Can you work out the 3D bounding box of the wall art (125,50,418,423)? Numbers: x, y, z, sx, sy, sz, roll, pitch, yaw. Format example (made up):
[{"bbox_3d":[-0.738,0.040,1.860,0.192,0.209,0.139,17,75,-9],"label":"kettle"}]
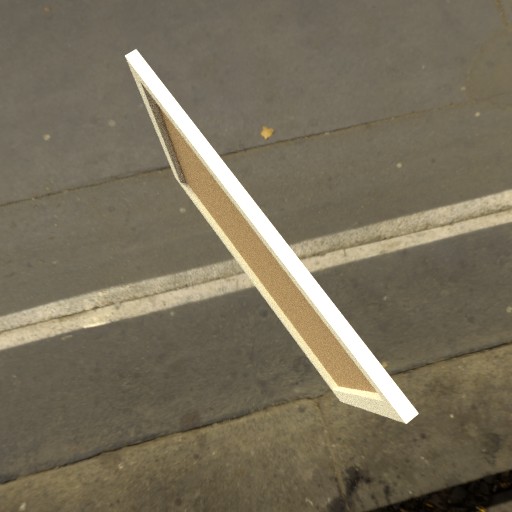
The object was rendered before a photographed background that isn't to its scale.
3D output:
[{"bbox_3d":[0.000,0.000,1.440,0.038,0.767,1.144,-35,78,-9],"label":"wall art"}]
